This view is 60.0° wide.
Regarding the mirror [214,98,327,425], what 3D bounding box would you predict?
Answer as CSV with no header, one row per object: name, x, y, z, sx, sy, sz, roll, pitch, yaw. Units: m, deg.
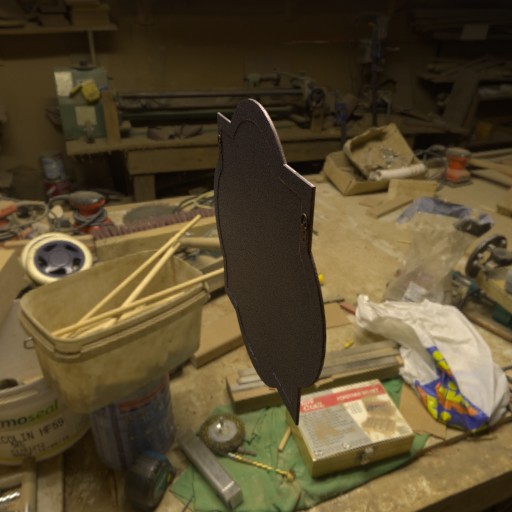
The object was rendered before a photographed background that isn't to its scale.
mirror,0.000,0.000,1.044,0.019,0.686,0.686,-10,32,-17
